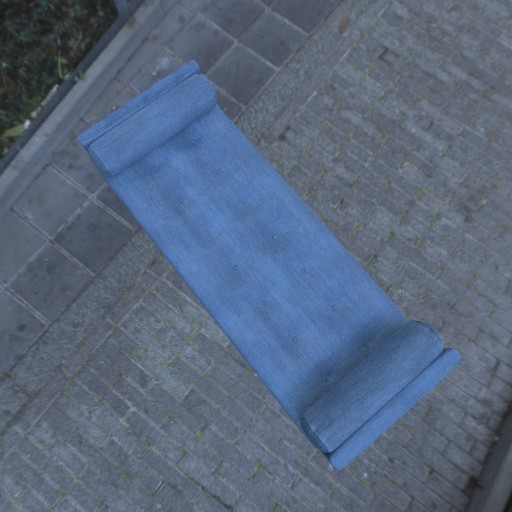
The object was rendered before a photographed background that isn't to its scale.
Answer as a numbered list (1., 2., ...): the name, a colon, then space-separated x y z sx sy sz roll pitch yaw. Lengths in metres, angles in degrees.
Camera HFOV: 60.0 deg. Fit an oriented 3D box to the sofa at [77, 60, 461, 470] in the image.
1. sofa: 0.000 0.000 2.464 0.796 0.705 2.102 -38 78 -9
